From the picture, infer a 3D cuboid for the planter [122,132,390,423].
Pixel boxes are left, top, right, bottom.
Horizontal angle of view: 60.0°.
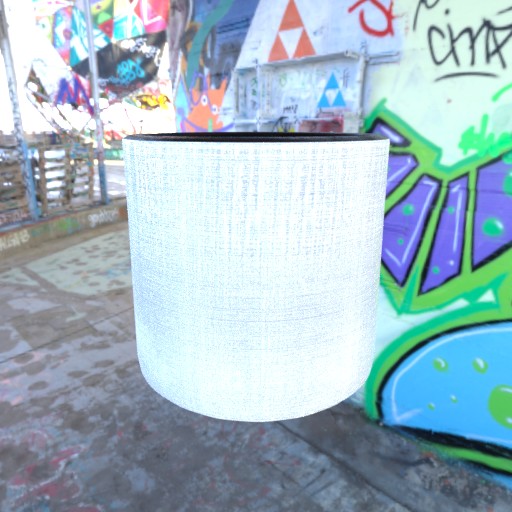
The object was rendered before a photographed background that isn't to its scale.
[{"bbox_3d":[0.000,0.000,0.293,0.160,0.156,0.160,0,17,0],"label":"planter"}]
